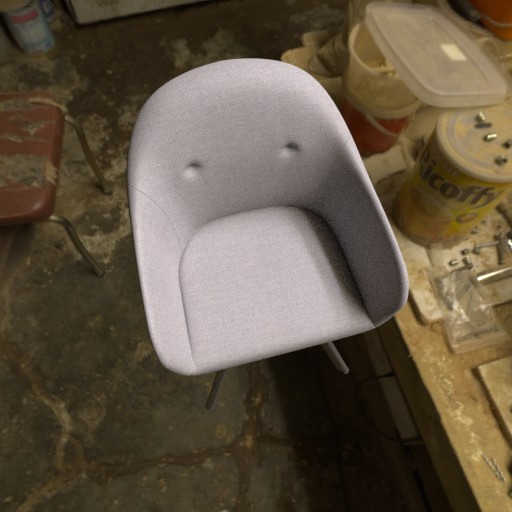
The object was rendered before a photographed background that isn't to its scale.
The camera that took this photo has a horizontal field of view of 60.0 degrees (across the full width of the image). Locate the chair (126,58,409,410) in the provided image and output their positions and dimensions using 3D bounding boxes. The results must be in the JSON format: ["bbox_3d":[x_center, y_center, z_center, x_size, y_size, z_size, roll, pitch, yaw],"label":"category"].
[{"bbox_3d":[0.000,0.000,1.151,0.540,0.780,0.570,-13,64,-6],"label":"chair"}]
